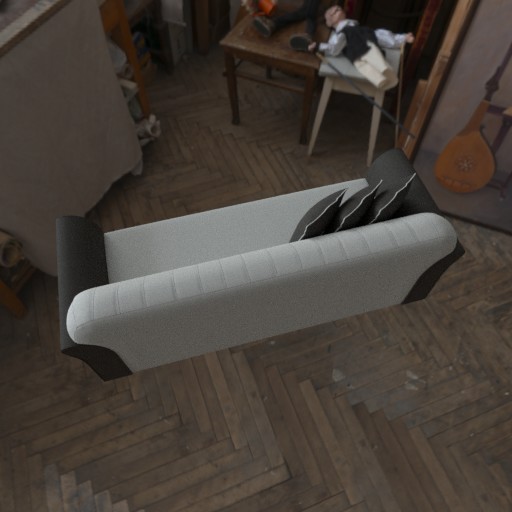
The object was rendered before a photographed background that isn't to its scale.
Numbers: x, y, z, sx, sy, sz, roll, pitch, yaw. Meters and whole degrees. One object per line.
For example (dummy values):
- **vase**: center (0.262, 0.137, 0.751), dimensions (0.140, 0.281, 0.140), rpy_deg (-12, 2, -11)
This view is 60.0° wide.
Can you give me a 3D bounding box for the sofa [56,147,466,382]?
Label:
- **sofa**: center (0.000, 0.000, 2.458), dimensions (2.001, 0.787, 0.755), rpy_deg (-13, 59, -8)
